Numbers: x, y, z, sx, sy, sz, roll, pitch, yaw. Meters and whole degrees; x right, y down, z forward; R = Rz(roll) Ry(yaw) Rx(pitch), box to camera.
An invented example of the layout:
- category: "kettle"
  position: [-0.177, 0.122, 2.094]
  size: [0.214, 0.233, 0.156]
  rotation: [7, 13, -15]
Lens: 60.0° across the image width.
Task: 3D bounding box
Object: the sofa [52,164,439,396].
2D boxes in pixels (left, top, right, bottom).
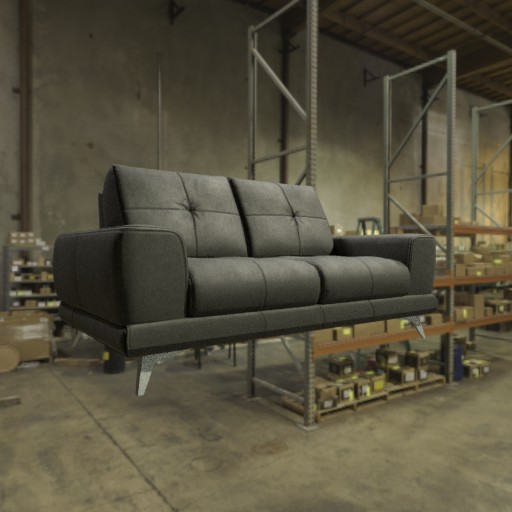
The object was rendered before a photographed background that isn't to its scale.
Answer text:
- category: "sofa"
  position: [0.000, 0.000, 2.316]
  size: [1.806, 0.907, 1.018]
  rotation: [-1, 1, -36]
